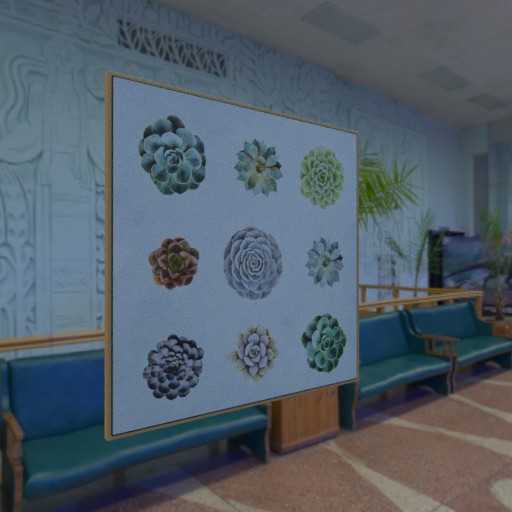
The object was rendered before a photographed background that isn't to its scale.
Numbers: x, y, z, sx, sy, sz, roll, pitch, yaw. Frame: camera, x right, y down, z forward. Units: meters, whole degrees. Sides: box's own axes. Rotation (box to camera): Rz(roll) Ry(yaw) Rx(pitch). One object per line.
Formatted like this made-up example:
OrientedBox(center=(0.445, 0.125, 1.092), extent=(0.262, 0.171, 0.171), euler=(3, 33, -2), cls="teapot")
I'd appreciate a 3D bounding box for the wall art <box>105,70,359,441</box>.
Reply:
OrientedBox(center=(0.000, 0.000, 0.682), extent=(0.457, 0.455, 0.013), euler=(0, 0, -36), cls="wall art")
